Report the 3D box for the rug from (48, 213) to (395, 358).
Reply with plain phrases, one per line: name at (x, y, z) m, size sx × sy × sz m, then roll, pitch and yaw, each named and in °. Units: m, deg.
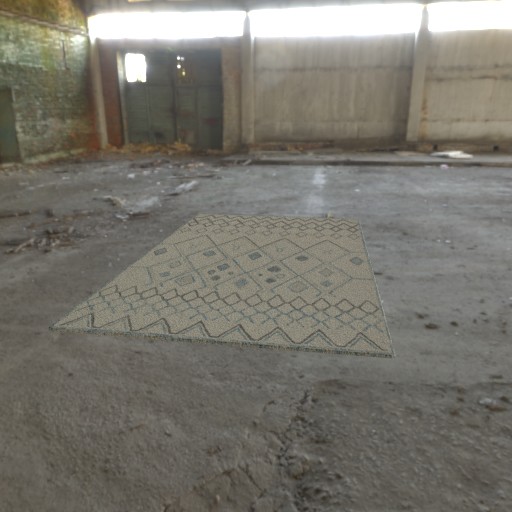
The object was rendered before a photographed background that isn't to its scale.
rug at (0.000, 0.000, 3.035) m, size 1.524 × 0.015 × 2.439 m, roll 3°, pitch 18°, yaw 9°
